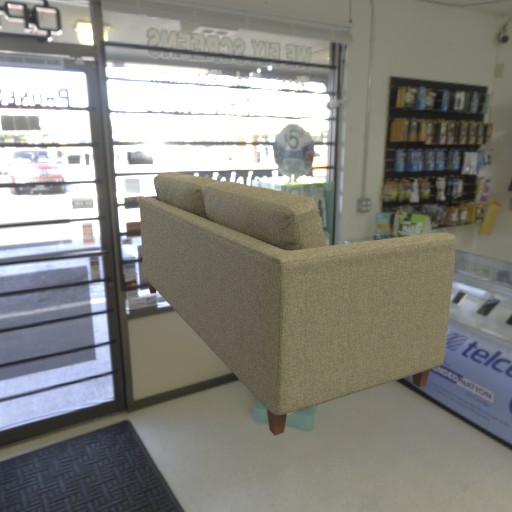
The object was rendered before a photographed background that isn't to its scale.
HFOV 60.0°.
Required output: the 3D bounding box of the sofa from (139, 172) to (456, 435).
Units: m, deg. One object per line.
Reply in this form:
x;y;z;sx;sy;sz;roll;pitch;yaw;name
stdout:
0.000;0.000;2.757;0.956;0.960;2.208;-7;16;-26;sofa
